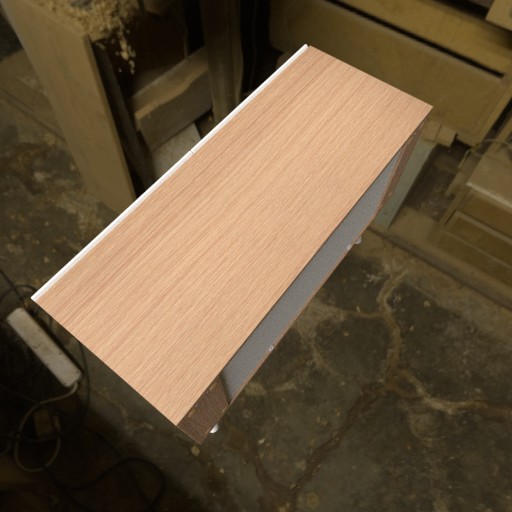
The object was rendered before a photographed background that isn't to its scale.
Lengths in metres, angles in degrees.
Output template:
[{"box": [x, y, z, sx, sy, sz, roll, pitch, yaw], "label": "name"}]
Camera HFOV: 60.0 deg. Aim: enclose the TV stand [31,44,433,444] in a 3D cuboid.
[{"box": [0.000, 0.000, 1.326, 0.407, 0.660, 0.991, 34, 68, 16], "label": "TV stand"}]
